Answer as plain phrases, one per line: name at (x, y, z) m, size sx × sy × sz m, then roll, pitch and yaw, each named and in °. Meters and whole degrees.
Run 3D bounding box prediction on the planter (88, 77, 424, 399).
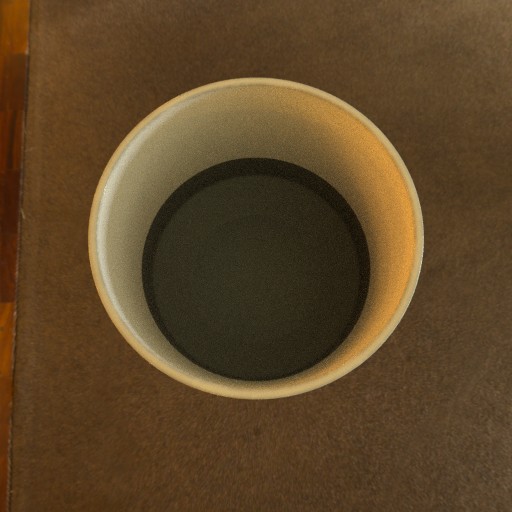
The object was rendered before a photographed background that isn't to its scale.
planter at (0.000, 0.000, 0.221) m, size 0.128 × 0.105 × 0.128 m, roll 0°, pitch 76°, yaw 0°
